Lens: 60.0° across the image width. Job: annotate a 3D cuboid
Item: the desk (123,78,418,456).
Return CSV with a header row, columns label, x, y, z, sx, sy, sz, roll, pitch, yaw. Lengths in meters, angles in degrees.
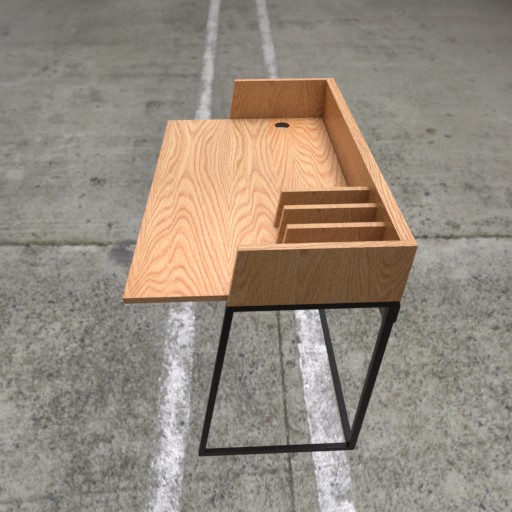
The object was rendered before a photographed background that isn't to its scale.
label,x,y,z,sx,sy,sz,roll,pitch,yaw
desk,0.000,0.000,1.873,0.769,1.061,1.191,-2,41,-2
